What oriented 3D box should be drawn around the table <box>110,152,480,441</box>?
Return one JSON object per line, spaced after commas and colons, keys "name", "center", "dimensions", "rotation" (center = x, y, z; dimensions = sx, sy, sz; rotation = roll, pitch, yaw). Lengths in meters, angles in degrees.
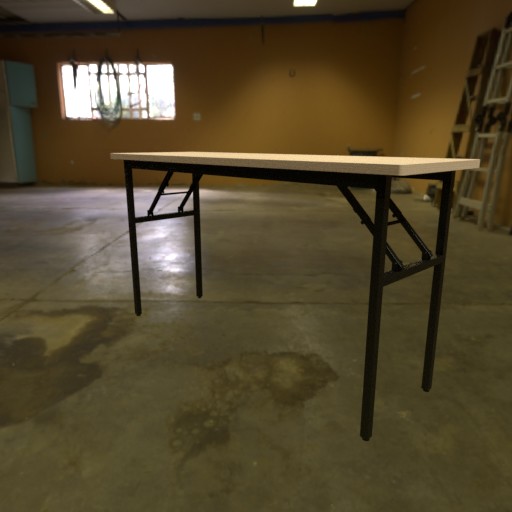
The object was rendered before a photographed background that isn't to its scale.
{"name": "table", "center": [0.000, 0.000, 1.697], "dimensions": [0.447, 0.750, 1.397], "rotation": [-13, 20, -42]}
